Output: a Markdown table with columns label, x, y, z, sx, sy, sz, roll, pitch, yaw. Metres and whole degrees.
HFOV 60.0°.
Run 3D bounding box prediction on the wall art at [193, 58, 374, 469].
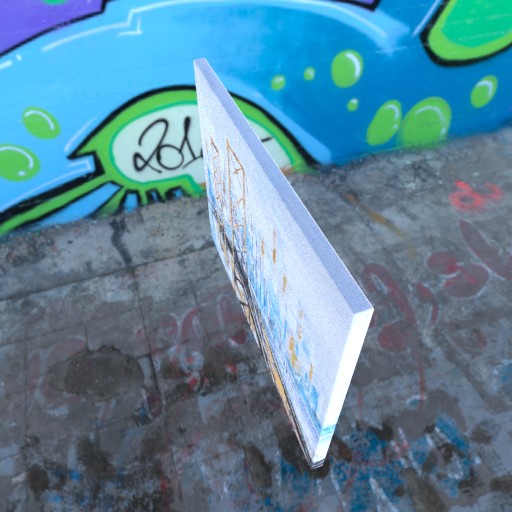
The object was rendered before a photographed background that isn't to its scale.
| label | x | y | z | sx | sy | sz | roll | pitch | yaw |
| --- | --- | --- | --- | --- | --- | --- | --- | --- | --- |
| wall art | 0.000 | 0.000 | 1.318 | 0.038 | 0.762 | 1.016 | -15 | 49 | -14 |
